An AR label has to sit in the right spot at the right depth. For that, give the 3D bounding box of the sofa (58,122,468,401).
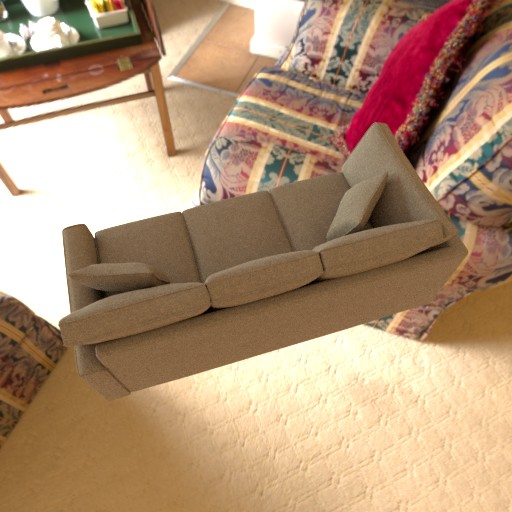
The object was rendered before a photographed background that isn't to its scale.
[{"bbox_3d":[0.000,0.000,2.907,2.317,0.962,1.061,-15,60,-9],"label":"sofa"}]
